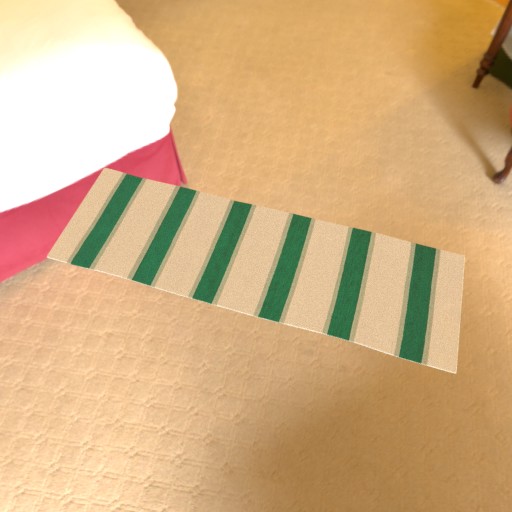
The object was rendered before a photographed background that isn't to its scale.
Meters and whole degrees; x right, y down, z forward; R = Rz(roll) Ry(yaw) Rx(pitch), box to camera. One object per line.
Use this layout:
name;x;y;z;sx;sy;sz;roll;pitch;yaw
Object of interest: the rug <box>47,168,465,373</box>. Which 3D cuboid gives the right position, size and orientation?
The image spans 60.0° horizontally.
rug;0.000;0.000;2.710;2.438;0.012;0.768;15;60;9
